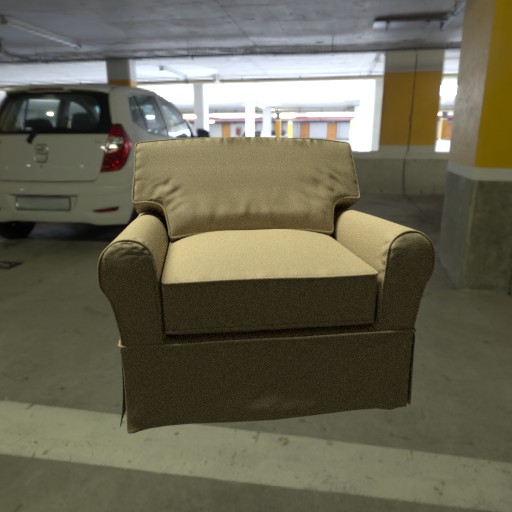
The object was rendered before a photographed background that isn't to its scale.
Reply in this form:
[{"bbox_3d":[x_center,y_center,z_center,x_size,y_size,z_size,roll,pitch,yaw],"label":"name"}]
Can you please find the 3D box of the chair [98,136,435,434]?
[{"bbox_3d":[0.000,0.000,1.804,1.096,0.937,0.903,-2,15,-7],"label":"chair"}]
